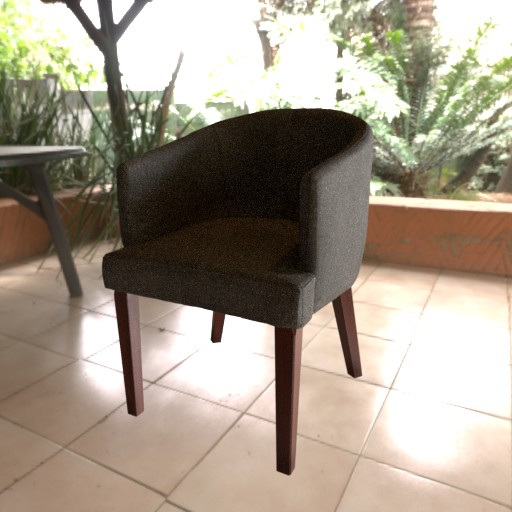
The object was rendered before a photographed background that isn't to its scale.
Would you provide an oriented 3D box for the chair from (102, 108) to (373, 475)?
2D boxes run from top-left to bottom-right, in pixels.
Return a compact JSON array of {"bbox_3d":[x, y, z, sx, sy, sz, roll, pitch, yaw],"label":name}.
[{"bbox_3d":[0.000,0.000,1.242,0.583,0.811,0.655,8,18,26],"label":"chair"}]
